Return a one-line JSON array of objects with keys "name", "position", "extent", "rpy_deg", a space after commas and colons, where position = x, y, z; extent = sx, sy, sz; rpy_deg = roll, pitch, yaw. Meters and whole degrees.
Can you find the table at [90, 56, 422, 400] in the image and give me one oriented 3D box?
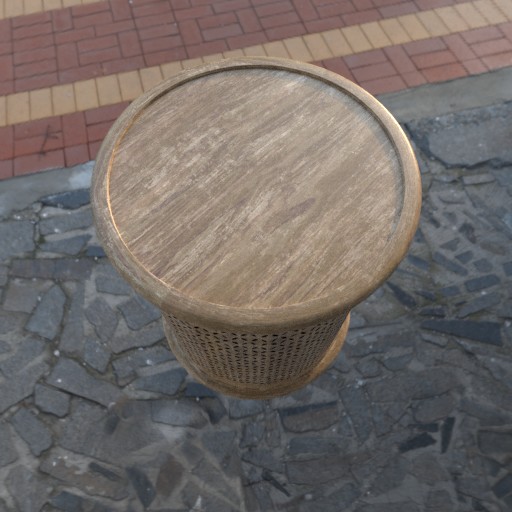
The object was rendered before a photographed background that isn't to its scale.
[{"name": "table", "position": [0.000, 0.000, 0.758], "extent": [0.407, 0.482, 0.407], "rpy_deg": [0, 64, 0]}]
